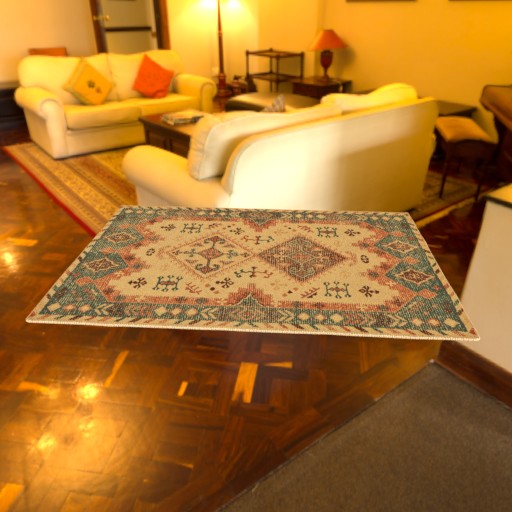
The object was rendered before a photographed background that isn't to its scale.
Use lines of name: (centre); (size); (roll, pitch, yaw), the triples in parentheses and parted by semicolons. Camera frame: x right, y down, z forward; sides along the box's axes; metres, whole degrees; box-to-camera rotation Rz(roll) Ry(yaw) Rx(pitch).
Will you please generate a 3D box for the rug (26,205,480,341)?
rug: (0.000, 0.000, 2.302); (1.840, 0.015, 1.225); (2, 29, 3)
